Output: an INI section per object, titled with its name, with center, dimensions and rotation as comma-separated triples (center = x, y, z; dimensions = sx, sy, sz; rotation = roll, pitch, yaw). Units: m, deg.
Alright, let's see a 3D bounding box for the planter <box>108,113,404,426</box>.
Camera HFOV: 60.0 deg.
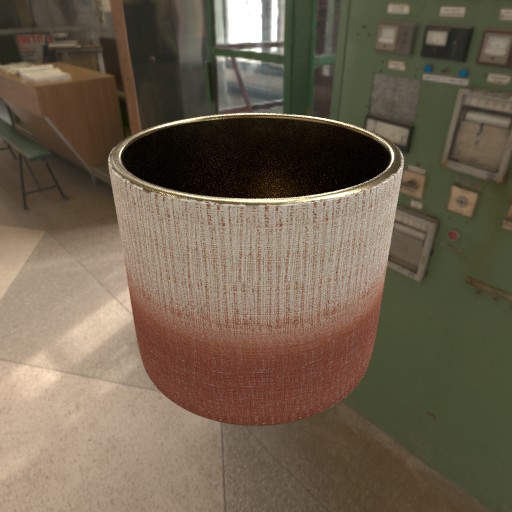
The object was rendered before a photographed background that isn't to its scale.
[planter]
center = 0.000, 0.000, 0.311
dimensions = 0.178, 0.157, 0.178
rotation = 0, 31, 0
